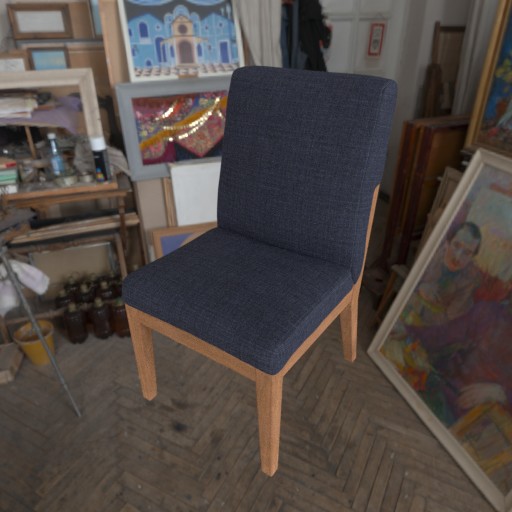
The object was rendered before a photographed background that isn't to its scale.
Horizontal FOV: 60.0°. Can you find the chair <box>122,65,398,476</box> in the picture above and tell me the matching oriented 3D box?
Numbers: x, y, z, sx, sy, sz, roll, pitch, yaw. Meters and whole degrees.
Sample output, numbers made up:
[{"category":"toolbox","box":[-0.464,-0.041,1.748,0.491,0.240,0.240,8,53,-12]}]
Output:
[{"category":"chair","box":[0.000,0.000,1.238,0.507,0.911,0.586,19,35,29]}]
